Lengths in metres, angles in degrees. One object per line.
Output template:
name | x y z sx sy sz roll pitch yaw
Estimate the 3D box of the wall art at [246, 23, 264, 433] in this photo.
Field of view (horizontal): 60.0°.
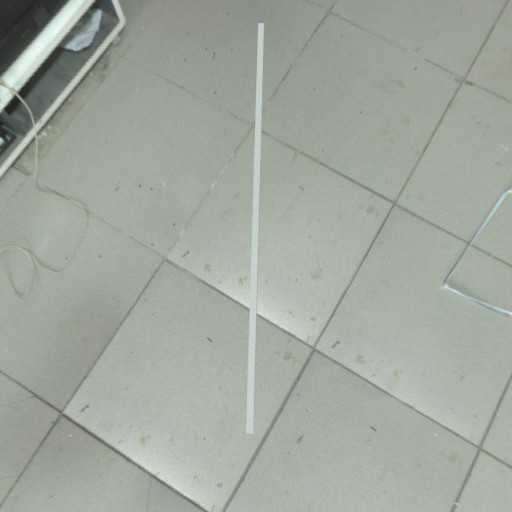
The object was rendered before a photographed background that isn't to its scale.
wall art | 0.000 0.000 0.692 0.007 0.456 0.456 1 76 0
